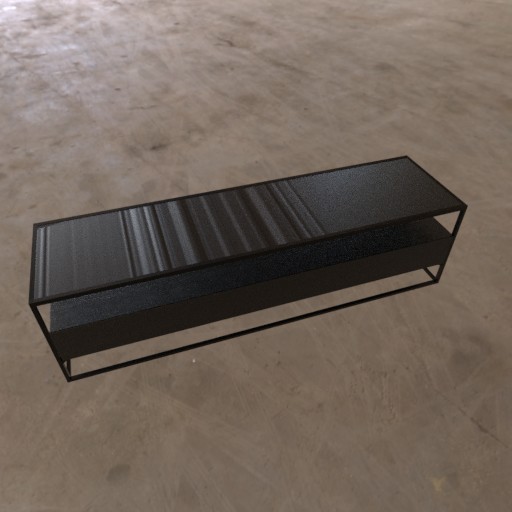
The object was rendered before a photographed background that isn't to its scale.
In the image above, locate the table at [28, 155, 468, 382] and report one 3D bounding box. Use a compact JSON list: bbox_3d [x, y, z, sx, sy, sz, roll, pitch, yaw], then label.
[{"bbox_3d":[0.000,0.000,1.697,1.486,0.395,0.399,-13,43,-14],"label":"table"}]
